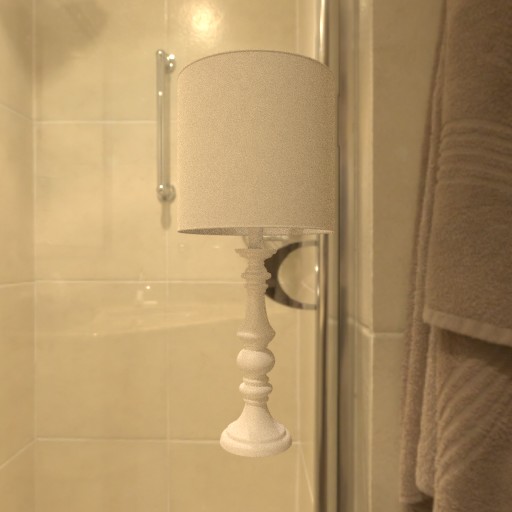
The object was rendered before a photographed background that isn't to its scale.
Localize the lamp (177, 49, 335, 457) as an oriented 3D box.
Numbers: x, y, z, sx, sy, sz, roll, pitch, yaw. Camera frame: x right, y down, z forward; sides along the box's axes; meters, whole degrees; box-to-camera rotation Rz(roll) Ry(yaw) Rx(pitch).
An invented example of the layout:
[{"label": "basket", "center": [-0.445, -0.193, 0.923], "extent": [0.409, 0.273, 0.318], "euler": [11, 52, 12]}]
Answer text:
[{"label": "lamp", "center": [0.000, 0.000, 0.715], "extent": [0.250, 0.597, 0.250], "euler": [0, 0, -36]}]
